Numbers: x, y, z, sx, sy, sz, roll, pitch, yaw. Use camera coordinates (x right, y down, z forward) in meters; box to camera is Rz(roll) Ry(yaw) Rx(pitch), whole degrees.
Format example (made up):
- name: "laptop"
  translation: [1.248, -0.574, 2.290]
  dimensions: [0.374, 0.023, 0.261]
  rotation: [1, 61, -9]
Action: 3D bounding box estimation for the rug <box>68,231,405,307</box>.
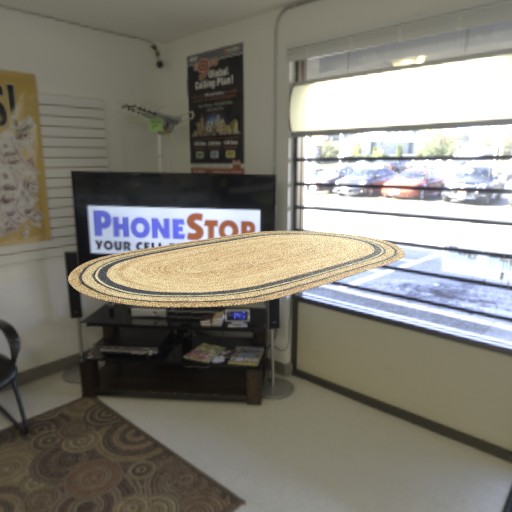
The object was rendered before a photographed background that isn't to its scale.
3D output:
- name: "rug"
  translation: [0.000, 0.000, 3.026]
  dimensions: [2.432, 0.006, 1.520]
  rotation: [-12, 17, -44]
